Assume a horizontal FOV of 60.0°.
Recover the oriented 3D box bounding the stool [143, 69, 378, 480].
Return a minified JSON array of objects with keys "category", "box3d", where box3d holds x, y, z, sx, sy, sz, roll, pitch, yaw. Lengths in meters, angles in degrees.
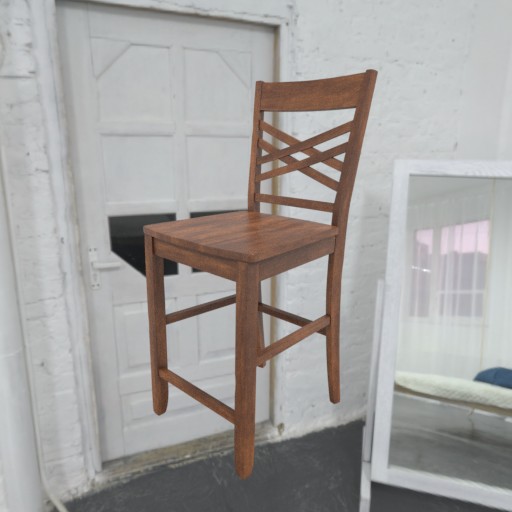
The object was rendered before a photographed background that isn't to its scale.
[{"category":"stool","box3d":[0.000,0.000,1.372,0.462,1.079,0.539,15,22,42]}]
